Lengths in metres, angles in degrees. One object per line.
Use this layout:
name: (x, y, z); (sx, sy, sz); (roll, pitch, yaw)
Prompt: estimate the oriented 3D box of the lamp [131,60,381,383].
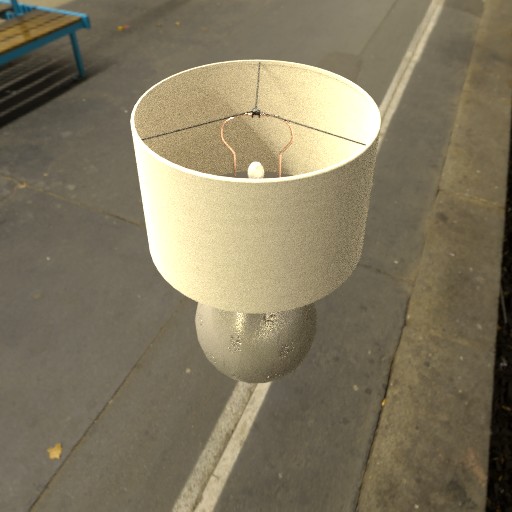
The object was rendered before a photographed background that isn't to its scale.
lamp: (0.000, 0.000, 0.737); (0.330, 0.521, 0.330); (0, 45, 0)
